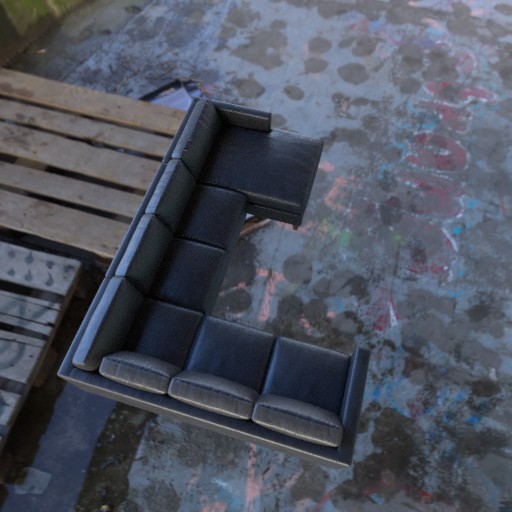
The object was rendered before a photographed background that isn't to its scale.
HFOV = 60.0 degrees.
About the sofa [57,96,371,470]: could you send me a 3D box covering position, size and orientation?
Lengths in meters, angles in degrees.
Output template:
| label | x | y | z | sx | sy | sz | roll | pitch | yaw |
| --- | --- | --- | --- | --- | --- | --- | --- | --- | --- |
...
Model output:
| label | x | y | z | sx | sy | sz | roll | pitch | yaw |
| --- | --- | --- | --- | --- | --- | --- | --- | --- | --- |
| sofa | 0.000 | 0.000 | 4.465 | 2.452 | 0.891 | 3.324 | 14 | 63 | 7 |
